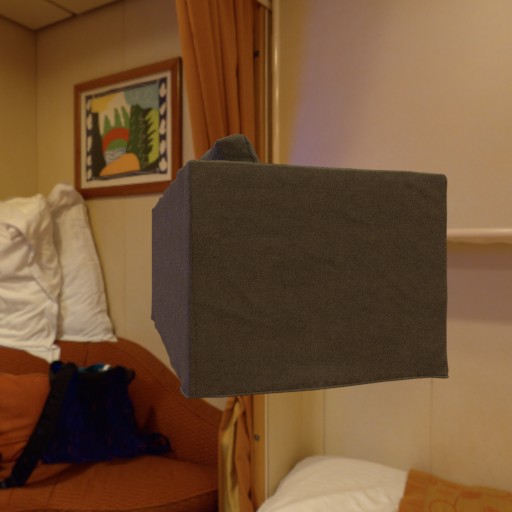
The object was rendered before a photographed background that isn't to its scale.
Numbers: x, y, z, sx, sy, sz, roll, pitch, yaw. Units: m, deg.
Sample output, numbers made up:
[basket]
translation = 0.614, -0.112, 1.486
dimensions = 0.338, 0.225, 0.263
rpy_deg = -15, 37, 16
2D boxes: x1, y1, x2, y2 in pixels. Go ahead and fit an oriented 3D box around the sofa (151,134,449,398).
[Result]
[sofa]
translation = 0.000, 0.000, 2.300
dimensions = 0.974, 0.854, 1.802
rpy_deg = 0, 1, -17
